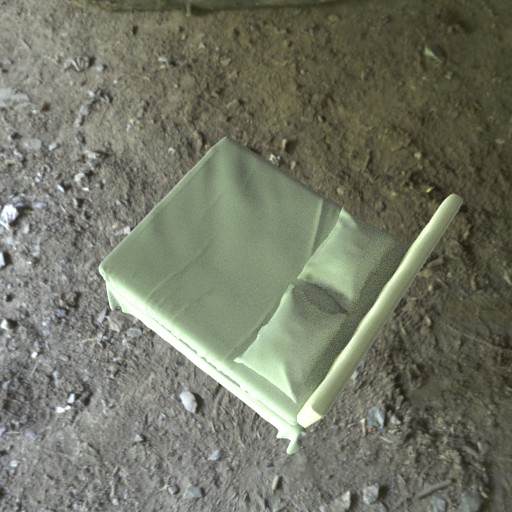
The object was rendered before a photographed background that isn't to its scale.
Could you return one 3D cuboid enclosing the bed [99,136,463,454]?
[{"bbox_3d":[0.000,0.000,3.461,2.222,1.577,1.936,34,70,14],"label":"bed"}]
